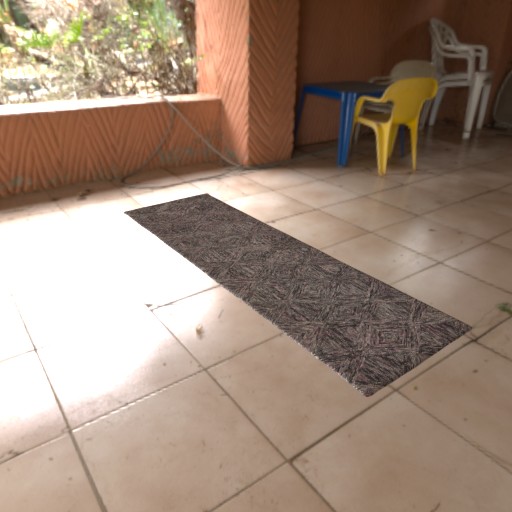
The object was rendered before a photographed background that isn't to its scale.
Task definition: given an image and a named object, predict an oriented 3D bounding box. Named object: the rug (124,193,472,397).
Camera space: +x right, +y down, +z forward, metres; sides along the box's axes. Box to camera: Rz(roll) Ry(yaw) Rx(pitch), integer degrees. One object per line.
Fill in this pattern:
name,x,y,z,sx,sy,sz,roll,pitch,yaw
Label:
rug,0.000,0.000,2.607,0.719,0.013,2.305,-19,32,-32
